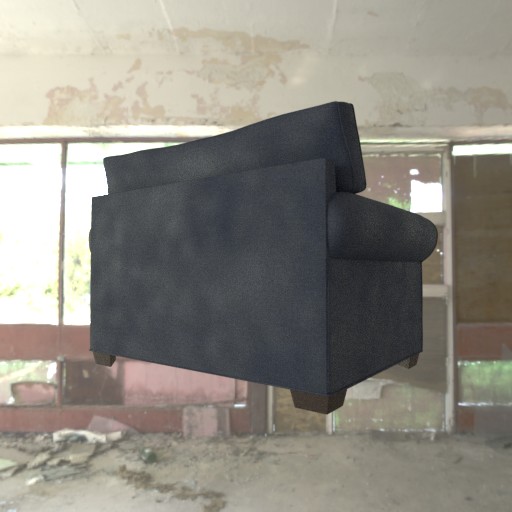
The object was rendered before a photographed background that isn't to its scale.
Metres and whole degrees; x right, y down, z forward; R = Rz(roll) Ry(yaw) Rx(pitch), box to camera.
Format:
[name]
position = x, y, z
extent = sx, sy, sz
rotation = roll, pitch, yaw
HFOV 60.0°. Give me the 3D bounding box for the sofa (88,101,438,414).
[sofa]
position = 0.000, 0.000, 2.067
extent = 1.405, 1.004, 0.938
rotation = -1, -2, 37
